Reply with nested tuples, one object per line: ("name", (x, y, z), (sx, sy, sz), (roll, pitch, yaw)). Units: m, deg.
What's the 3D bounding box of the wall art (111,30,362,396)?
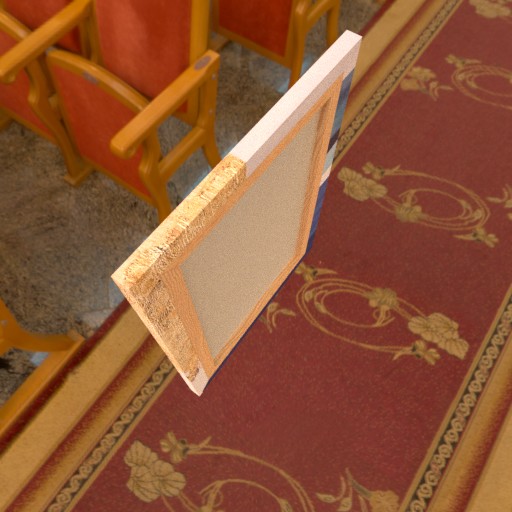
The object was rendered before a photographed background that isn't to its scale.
("wall art", (0.000, 0.000, 0.795), (0.026, 0.613, 0.458), (33, 68, 15))
